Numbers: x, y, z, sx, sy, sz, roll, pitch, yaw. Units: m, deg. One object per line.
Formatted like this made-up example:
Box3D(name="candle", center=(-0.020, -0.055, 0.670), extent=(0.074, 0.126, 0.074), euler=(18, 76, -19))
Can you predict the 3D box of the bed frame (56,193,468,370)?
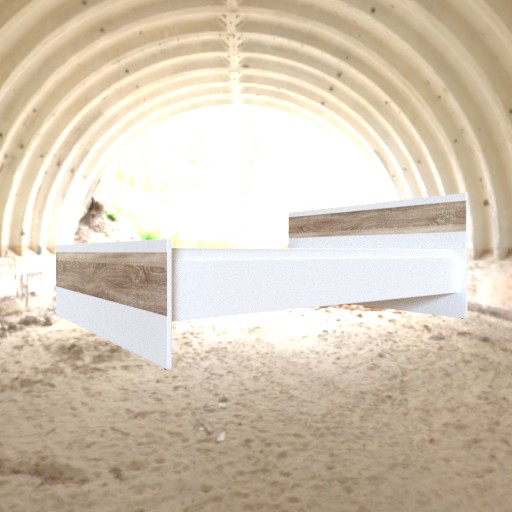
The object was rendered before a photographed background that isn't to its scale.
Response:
Box3D(name="bed frame", center=(0.000, 0.000, 2.885), extent=(2.060, 0.800, 1.720), euler=(0, 1, -36))
